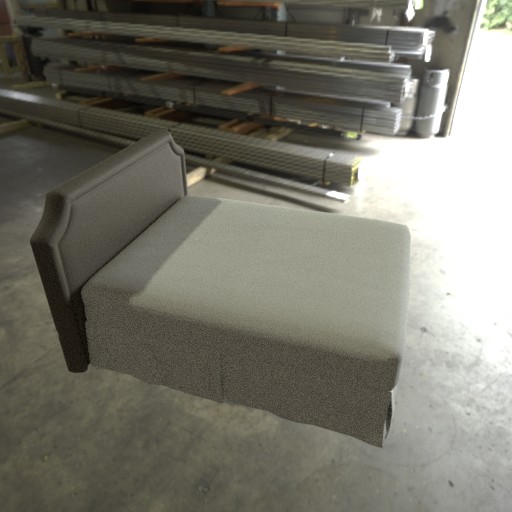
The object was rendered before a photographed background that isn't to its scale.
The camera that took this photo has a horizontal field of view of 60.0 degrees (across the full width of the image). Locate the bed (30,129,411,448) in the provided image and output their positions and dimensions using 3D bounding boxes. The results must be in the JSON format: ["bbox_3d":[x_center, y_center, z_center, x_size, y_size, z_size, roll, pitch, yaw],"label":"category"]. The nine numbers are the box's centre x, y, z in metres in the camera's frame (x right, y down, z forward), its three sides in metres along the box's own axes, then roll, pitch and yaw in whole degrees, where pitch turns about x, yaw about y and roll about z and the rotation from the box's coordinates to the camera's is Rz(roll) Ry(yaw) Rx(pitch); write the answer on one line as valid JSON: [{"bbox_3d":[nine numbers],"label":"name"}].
[{"bbox_3d":[0.000,0.000,3.208,2.181,1.297,1.831,10,33,15],"label":"bed"}]
